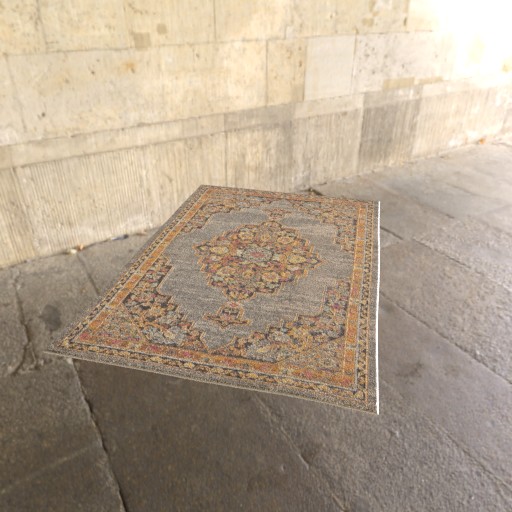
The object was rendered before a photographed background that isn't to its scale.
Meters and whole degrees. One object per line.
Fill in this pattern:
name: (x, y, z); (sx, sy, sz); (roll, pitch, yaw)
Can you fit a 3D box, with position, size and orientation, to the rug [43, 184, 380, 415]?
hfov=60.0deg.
rug: (0.000, 0.000, 3.978); (2.158, 0.024, 3.063); (7, 31, 12)
